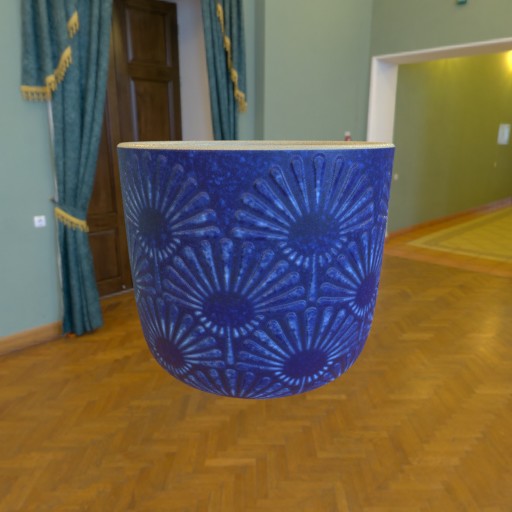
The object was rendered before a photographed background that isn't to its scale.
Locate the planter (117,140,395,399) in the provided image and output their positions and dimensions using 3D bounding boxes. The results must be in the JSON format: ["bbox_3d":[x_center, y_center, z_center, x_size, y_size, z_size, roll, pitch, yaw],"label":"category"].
[{"bbox_3d":[0.000,0.000,0.220,0.124,0.109,0.124,0,15,0],"label":"planter"}]
